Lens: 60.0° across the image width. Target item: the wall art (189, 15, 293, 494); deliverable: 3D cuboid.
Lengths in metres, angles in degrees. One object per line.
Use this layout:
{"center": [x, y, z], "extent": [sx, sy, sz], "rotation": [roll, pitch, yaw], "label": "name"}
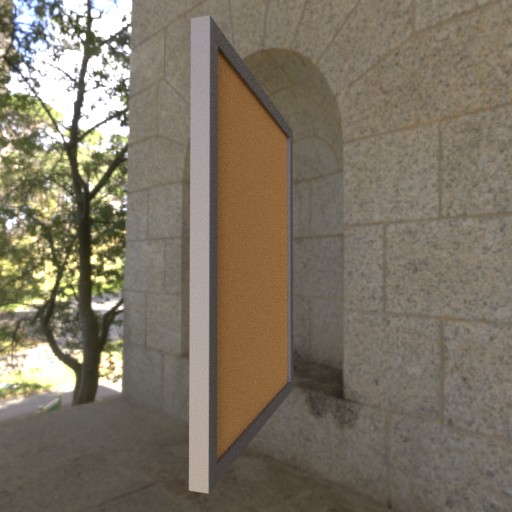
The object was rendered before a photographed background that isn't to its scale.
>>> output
{"center": [0.000, 0.000, 0.738], "extent": [0.029, 0.558, 0.458], "rotation": [0, -2, 17], "label": "wall art"}
